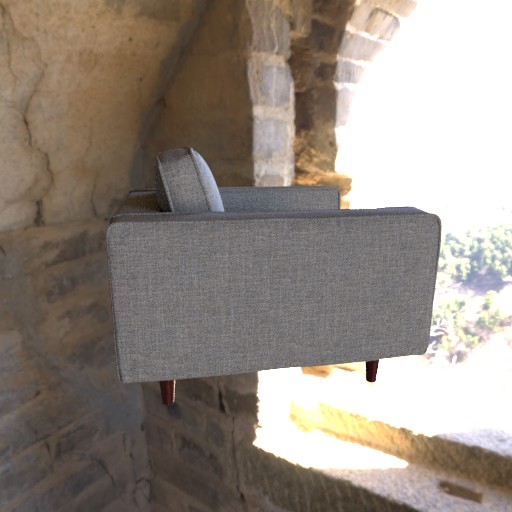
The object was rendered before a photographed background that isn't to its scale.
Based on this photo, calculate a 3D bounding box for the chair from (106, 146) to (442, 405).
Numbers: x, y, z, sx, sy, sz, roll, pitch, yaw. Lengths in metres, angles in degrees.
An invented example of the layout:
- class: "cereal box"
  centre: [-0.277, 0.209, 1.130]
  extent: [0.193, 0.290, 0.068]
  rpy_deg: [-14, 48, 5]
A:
- class: "chair"
  centre: [0.000, 0.000, 1.596]
  extent: [0.914, 0.765, 0.889]
  rpy_deg: [-3, 14, -11]
